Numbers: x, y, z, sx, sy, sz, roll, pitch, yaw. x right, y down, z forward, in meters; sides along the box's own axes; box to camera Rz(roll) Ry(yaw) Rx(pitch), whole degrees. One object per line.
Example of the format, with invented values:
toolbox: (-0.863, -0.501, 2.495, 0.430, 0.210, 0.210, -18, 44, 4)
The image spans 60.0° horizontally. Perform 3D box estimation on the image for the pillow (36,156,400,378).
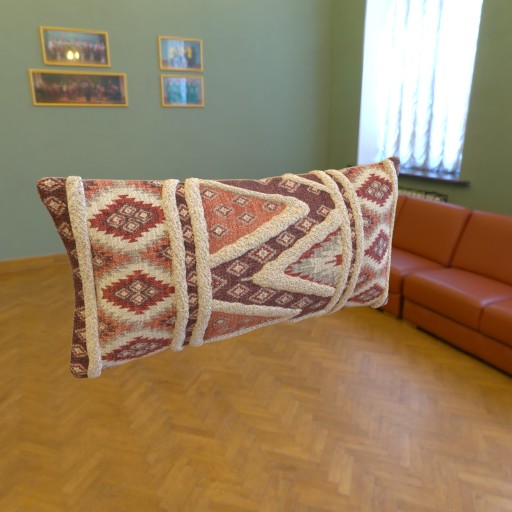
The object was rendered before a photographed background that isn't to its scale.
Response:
pillow: (0.000, 0.000, 0.717, 0.608, 0.295, 0.161, -9, 19, -27)
